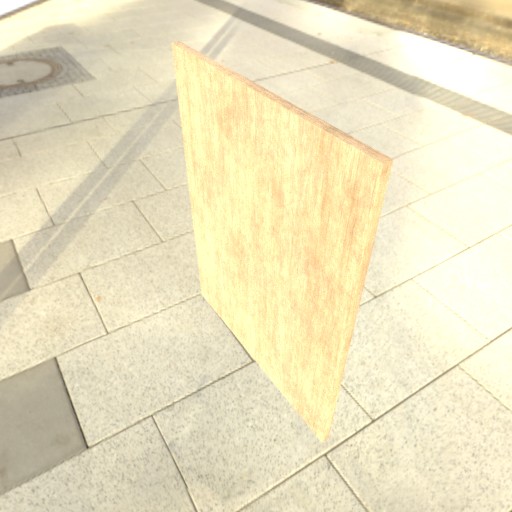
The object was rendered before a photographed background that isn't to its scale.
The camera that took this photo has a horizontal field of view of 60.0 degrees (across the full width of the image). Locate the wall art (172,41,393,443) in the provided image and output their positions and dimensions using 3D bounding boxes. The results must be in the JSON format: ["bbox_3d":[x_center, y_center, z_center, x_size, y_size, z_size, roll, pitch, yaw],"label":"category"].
[{"bbox_3d":[0.000,0.000,0.899,0.018,0.686,0.534,-25,47,-25],"label":"wall art"}]
